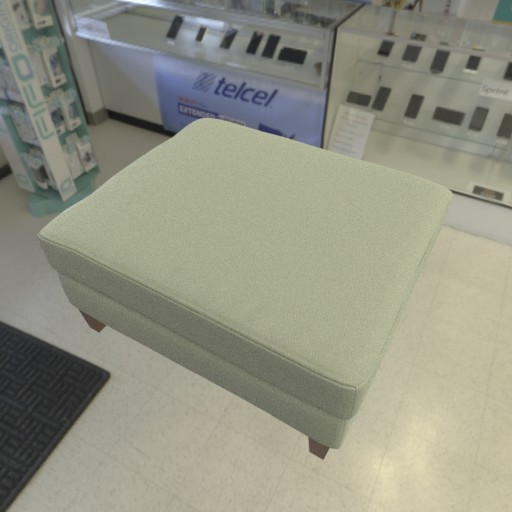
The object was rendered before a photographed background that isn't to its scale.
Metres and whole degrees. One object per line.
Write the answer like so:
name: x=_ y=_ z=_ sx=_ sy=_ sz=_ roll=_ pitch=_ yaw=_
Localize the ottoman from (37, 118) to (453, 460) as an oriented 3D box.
ottoman: x=0.000 y=0.000 z=1.458 sx=0.991 sy=0.494 sz=0.842 roll=22 pitch=48 yaw=21
